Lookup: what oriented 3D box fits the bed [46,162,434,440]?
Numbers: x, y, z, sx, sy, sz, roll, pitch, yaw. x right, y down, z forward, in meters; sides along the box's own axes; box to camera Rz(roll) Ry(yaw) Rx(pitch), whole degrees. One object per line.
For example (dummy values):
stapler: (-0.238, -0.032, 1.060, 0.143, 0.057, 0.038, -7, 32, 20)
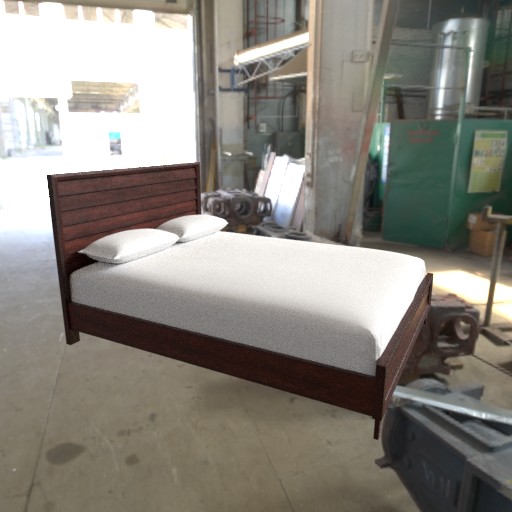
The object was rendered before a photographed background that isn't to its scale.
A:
bed: (0.000, 0.000, 3.984, 2.803, 1.492, 2.040, 8, 17, 27)
